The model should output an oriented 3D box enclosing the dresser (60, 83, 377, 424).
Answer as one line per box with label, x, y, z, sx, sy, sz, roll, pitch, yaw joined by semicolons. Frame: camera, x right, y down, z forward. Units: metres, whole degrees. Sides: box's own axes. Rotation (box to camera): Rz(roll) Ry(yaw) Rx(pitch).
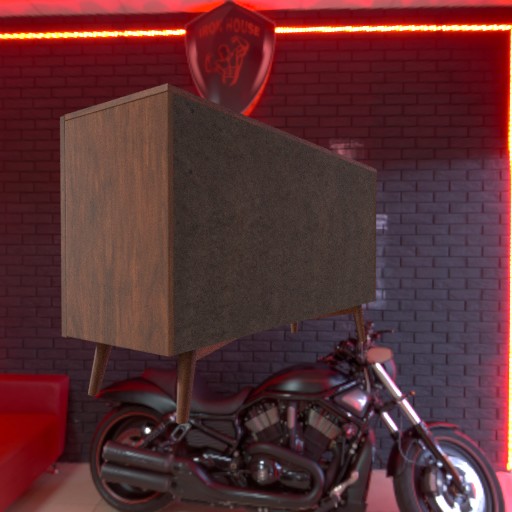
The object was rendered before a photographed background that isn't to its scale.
dresser;0.000;0.000;1.862;0.500;0.889;1.472;1;1;35
